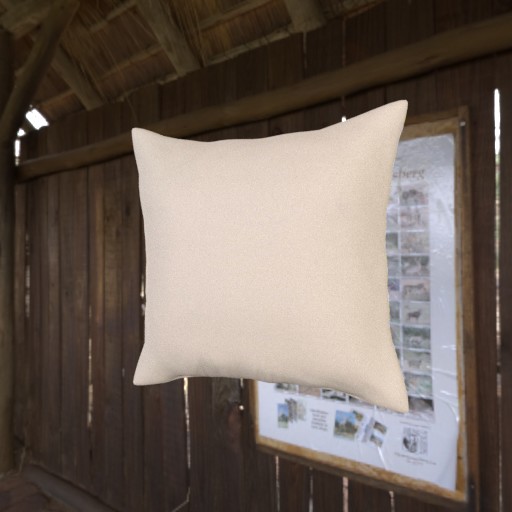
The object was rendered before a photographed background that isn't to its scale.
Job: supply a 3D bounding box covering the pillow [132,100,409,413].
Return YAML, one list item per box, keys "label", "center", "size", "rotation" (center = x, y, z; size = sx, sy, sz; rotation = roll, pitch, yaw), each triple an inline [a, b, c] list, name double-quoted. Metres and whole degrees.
- label: "pillow"
  center: [0.000, 0.000, 0.775]
  size: [0.504, 0.494, 0.188]
  rotation: [0, -1, 18]
